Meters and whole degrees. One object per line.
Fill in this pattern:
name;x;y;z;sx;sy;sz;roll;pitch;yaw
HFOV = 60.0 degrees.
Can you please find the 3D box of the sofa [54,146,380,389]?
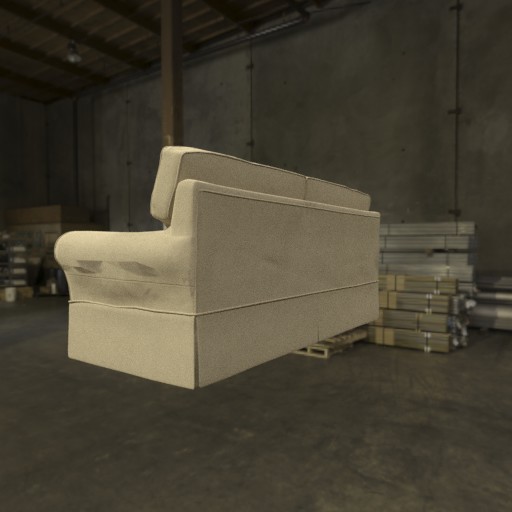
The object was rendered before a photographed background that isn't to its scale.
sofa;0.000;0.000;2.834;0.900;1.014;2.246;1;2;35
